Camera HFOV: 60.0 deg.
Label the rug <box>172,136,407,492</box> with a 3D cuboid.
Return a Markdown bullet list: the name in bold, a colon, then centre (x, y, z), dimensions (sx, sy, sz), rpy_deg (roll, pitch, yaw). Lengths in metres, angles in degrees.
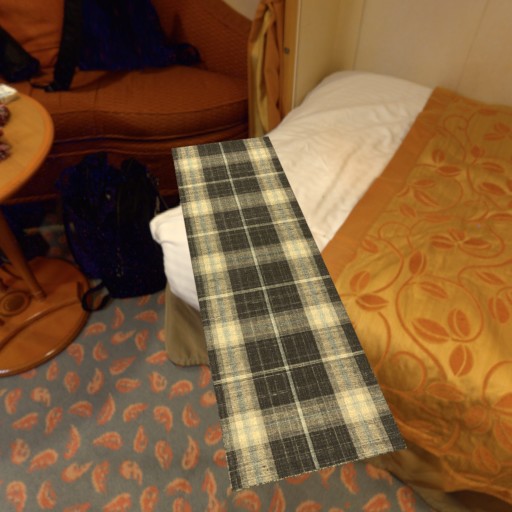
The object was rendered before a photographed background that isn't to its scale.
- **rug**: centre (0.000, 0.000, 2.620), dimensions (0.760, 0.012, 2.434), rpy_deg (-10, 48, -9)
